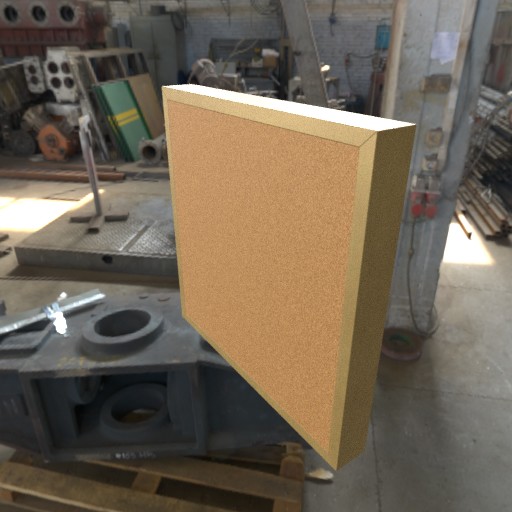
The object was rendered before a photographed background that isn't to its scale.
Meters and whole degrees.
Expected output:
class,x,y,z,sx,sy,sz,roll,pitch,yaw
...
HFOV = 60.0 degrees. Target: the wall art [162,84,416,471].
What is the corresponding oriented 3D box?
class,x,y,z,sx,sy,sz,roll,pitch,yaw
wall art,0.000,0.000,0.456,0.038,0.305,0.305,-18,32,-31
